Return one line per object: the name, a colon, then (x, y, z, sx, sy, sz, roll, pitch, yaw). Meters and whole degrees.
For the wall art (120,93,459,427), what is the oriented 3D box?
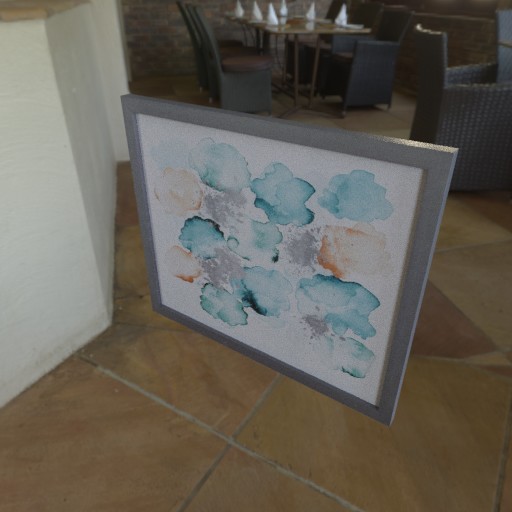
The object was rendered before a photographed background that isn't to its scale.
wall art: (0.000, 0.000, 0.905, 0.660, 0.558, 0.026, 19, 36, 29)
